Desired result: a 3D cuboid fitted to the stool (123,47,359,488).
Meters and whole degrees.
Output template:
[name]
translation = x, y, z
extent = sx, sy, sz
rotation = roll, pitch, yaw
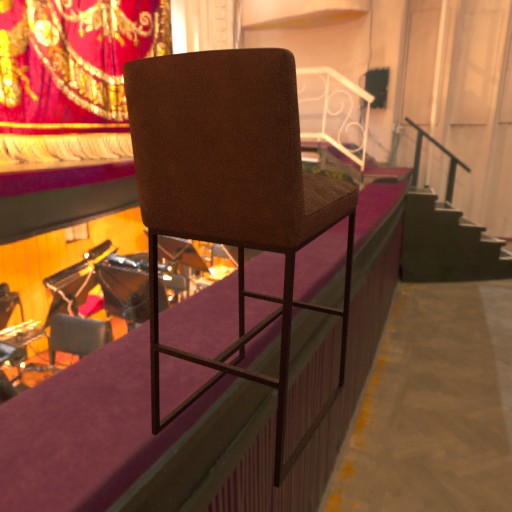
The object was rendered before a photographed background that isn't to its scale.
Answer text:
[stool]
translation = 0.000, 0.000, 1.334
extent = 0.463, 1.065, 0.562
rotation = 9, 19, 28
